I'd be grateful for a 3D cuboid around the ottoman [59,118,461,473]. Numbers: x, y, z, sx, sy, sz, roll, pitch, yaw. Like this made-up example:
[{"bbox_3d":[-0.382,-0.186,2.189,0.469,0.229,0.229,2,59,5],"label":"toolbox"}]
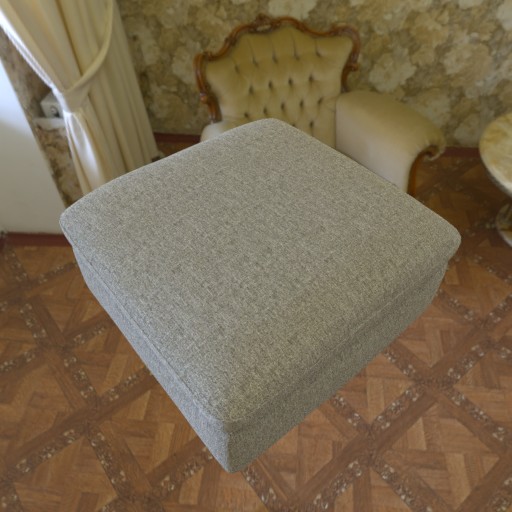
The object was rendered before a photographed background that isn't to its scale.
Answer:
[{"bbox_3d":[0.000,0.000,1.633,1.039,0.526,1.035,-32,55,-26],"label":"ottoman"}]
